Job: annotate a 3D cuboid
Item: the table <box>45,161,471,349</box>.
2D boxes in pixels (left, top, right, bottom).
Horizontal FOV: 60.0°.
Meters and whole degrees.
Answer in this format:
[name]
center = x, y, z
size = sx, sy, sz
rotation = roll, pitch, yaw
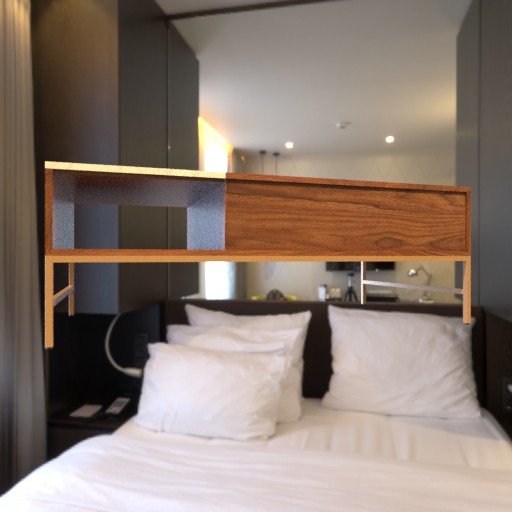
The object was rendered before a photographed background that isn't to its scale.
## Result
[table]
center = 0.000, 0.000, 1.910
size = 1.553, 0.551, 0.789
rotation = 0, 0, -18
